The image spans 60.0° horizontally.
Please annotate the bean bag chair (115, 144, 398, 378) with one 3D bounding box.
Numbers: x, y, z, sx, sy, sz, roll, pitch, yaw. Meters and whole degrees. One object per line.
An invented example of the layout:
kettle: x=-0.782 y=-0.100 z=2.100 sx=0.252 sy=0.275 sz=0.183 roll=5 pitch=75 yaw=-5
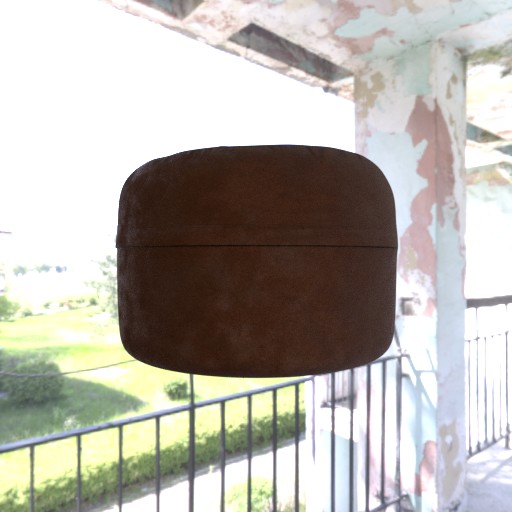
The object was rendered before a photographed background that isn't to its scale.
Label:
bean bag chair: x=0.000 y=0.000 z=1.508 sx=0.918 sy=0.616 sz=0.918 roll=0 pitch=0 yaw=0
